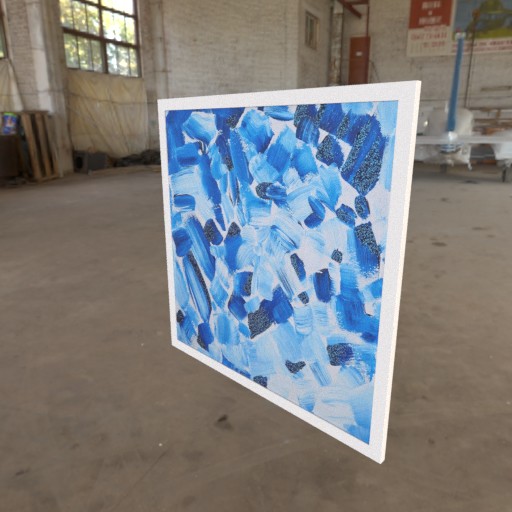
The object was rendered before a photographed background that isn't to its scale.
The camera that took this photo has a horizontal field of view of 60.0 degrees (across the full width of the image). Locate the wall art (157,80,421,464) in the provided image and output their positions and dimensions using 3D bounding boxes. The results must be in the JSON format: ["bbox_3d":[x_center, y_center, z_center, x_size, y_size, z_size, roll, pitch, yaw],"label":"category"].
[{"bbox_3d":[0.000,0.000,0.953,0.660,0.660,0.015,15,22,43],"label":"wall art"}]
